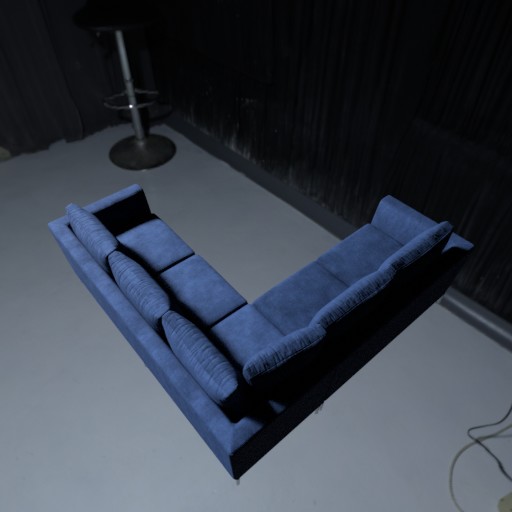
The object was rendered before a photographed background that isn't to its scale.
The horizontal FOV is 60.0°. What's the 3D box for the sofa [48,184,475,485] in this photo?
[{"bbox_3d":[0.000,0.000,3.768,2.472,0.988,2.463,-32,54,-27],"label":"sofa"}]
